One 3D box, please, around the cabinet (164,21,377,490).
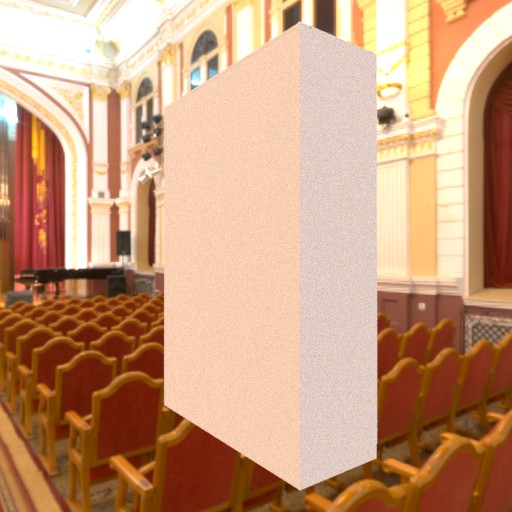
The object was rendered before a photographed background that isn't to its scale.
[{"bbox_3d":[0.000,0.000,2.475,0.510,1.910,1.290,0,0,-36],"label":"cabinet"}]
